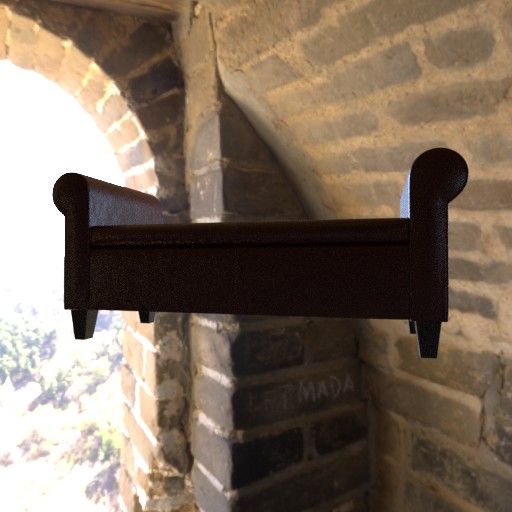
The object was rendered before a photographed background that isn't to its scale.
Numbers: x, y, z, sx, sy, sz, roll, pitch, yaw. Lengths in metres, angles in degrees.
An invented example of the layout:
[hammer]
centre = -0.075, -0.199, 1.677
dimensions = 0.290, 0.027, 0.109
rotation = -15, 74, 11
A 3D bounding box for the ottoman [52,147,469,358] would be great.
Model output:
[ottoman]
centre = 0.000, 0.000, 1.524
dimensions = 1.256, 0.547, 0.521
rotation = 0, -1, 16
